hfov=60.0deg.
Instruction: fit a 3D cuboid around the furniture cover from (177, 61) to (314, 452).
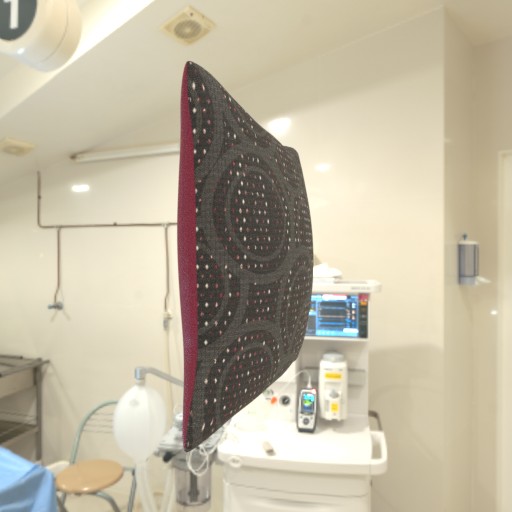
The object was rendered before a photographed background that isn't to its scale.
[{"bbox_3d":[0.000,0.000,0.826,0.193,0.509,0.552,0,0,19],"label":"furniture cover"}]
